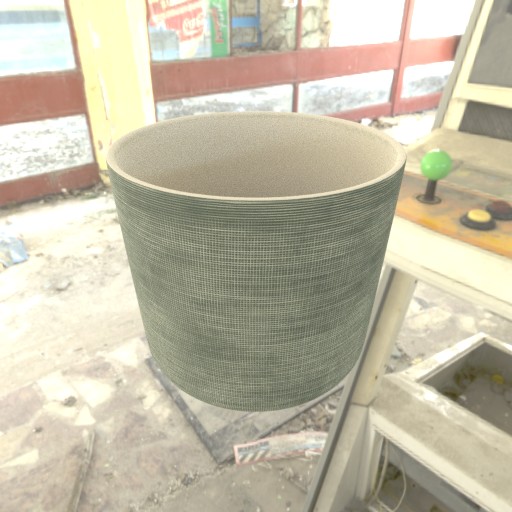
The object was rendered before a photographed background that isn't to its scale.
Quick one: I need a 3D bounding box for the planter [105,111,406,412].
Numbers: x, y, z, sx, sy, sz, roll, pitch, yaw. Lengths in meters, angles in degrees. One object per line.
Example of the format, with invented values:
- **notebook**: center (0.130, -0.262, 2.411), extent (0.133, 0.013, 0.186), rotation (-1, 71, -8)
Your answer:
- **planter**: center (0.000, 0.000, 0.774), extent (0.440, 0.398, 0.440), rotation (0, 30, 0)
